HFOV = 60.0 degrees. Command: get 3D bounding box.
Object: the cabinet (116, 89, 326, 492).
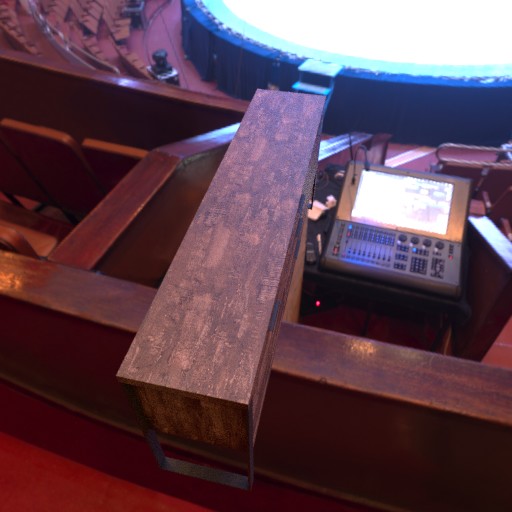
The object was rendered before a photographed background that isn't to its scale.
[{"bbox_3d":[0.000,0.000,2.094,0.395,0.762,1.800,9,47,9],"label":"cabinet"}]
